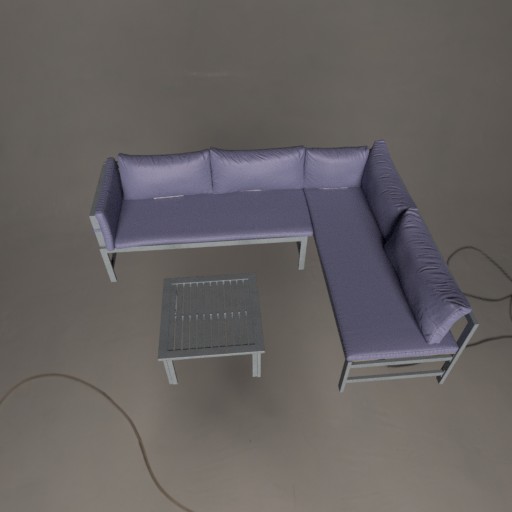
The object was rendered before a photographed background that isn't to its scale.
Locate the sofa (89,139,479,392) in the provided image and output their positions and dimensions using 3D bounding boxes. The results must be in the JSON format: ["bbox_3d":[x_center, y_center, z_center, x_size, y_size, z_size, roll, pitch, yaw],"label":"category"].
[{"bbox_3d":[0.000,0.000,2.954,2.149,0.762,1.658,-4,46,-4],"label":"sofa"}]
